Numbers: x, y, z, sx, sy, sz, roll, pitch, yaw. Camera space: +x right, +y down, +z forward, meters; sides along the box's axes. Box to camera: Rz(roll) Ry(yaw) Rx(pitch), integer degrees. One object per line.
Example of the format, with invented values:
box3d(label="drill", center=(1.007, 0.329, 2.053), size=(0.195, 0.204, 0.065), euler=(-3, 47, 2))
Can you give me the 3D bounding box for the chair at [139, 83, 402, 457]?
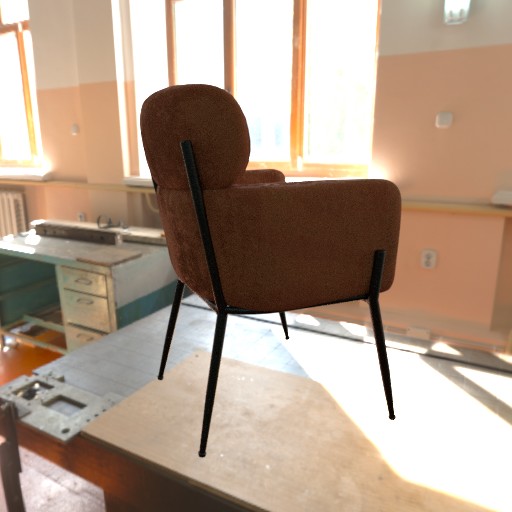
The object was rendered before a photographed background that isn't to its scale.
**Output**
box3d(label="chair", center=(0.000, 0.000, 1.128), size=(0.523, 0.772, 0.561), euler=(-7, 15, -25))
